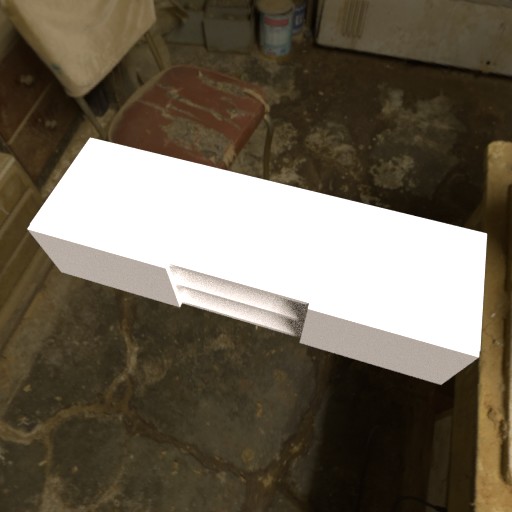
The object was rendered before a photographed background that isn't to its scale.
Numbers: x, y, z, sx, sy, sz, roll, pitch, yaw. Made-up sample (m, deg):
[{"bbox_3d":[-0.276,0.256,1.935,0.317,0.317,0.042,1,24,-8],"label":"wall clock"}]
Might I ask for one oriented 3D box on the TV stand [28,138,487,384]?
[{"bbox_3d":[0.000,0.000,1.541,1.400,0.310,0.420,15,60,9],"label":"TV stand"}]
